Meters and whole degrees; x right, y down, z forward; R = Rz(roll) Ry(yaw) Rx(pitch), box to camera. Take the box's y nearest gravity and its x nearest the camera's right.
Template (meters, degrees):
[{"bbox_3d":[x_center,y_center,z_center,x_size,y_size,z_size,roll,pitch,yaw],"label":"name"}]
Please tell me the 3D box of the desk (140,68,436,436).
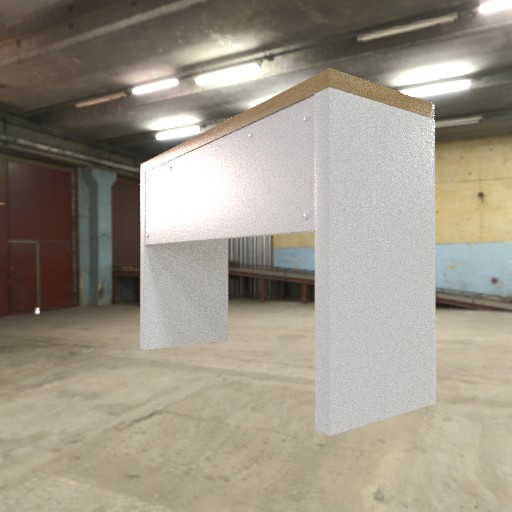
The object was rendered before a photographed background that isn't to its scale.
[{"bbox_3d":[0.000,0.000,1.470,0.390,0.760,1.100,0,-1,-35],"label":"desk"}]
